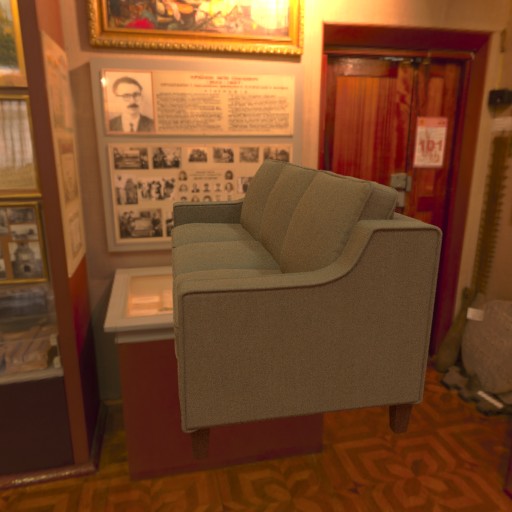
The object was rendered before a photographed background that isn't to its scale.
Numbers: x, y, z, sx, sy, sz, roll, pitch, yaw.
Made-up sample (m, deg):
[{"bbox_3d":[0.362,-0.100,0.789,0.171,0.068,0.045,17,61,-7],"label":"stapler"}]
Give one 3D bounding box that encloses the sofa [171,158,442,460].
[{"bbox_3d":[0.000,0.000,2.437,0.911,0.974,1.986,-3,15,-10],"label":"sofa"}]
